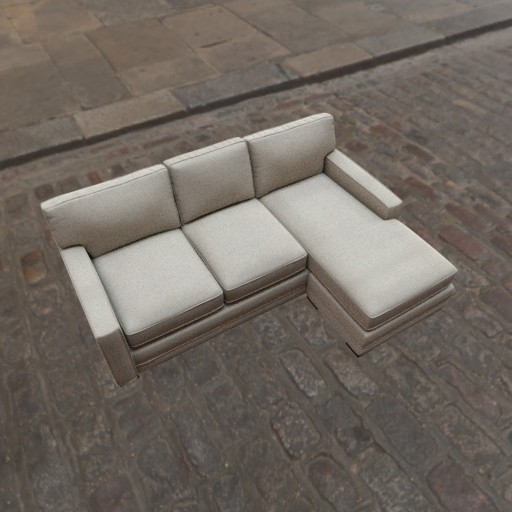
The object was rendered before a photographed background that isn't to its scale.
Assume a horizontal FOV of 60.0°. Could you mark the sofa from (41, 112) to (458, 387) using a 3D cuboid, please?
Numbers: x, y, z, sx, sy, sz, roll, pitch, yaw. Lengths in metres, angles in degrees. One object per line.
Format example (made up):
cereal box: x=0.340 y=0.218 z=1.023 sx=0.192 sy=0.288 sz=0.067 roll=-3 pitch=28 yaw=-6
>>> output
sofa: x=0.000 y=0.000 z=2.767 sx=2.087 sy=0.861 sz=1.496 roll=-23 pitch=51 yaw=-21
